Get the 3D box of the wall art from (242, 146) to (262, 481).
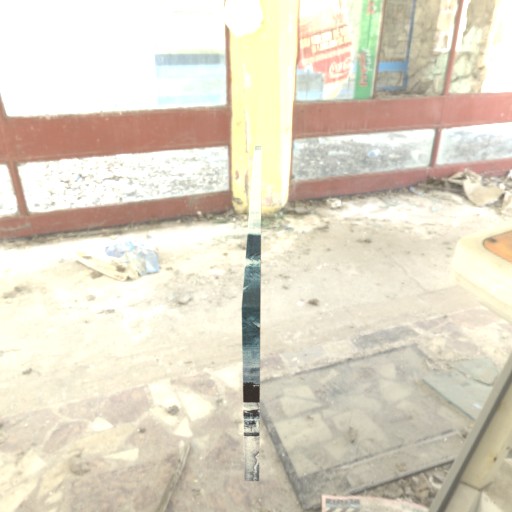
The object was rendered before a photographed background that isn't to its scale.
[{"bbox_3d":[0.000,0.000,1.676,0.037,0.509,1.524,0,26,1],"label":"wall art"}]
